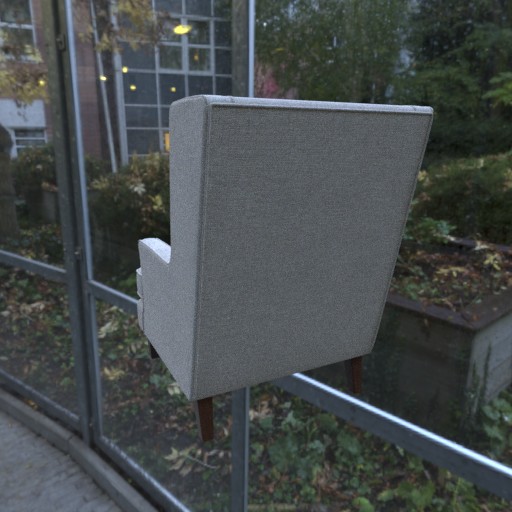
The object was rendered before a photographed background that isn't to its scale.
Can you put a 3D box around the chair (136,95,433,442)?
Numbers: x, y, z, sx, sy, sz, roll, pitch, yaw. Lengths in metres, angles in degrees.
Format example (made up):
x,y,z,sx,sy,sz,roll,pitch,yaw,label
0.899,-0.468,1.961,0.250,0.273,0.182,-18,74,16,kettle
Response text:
x,y,z,sx,sy,sz,roll,pitch,yaw,label
0.000,0.000,1.724,0.764,1.082,0.948,-7,16,-26,chair
